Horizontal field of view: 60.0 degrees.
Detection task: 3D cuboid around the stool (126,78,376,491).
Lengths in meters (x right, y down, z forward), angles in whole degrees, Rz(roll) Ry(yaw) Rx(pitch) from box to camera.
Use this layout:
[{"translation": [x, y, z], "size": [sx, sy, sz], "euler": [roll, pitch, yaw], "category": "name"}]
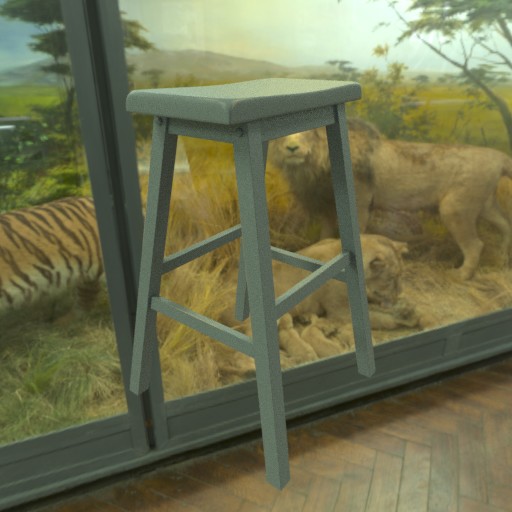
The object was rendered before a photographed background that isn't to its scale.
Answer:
[{"translation": [0.000, 0.000, 1.025], "size": [0.476, 0.737, 0.457], "euler": [18, 31, 33], "category": "stool"}]
